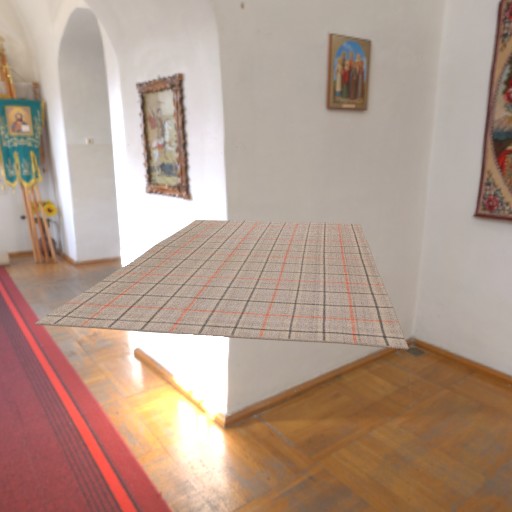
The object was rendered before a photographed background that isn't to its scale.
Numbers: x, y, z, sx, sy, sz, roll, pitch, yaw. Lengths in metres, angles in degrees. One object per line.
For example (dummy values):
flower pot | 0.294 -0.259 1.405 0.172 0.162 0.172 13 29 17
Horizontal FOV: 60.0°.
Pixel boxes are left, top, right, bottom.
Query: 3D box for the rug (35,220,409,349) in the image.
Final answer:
rug | 0.000 0.000 2.928 1.524 0.015 2.439 2 15 8
